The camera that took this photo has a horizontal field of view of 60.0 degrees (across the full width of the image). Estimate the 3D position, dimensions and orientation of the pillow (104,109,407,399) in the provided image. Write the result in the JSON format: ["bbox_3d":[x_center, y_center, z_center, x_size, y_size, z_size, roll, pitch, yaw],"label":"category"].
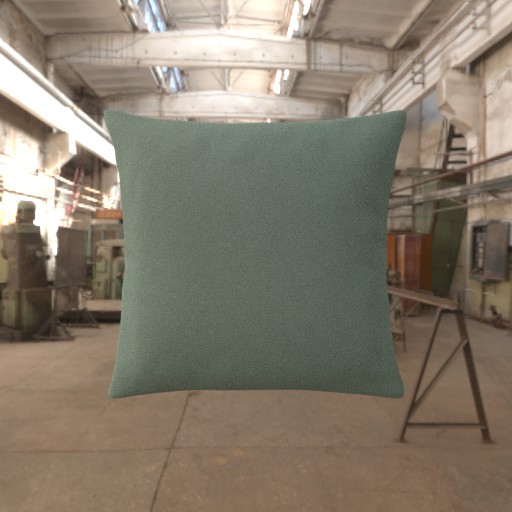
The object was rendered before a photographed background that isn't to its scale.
[{"bbox_3d":[0.000,0.000,0.778,0.526,0.507,0.166,0,1,0],"label":"pillow"}]
